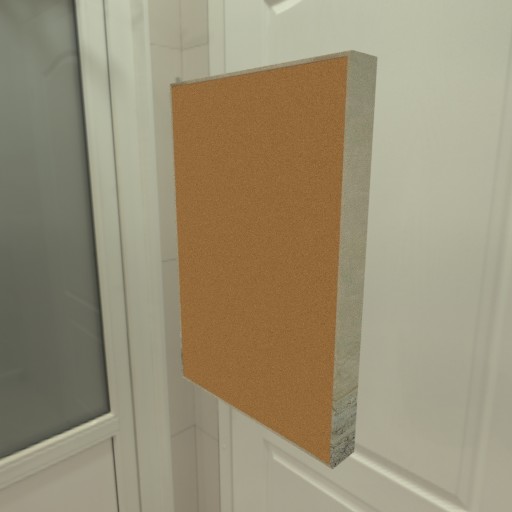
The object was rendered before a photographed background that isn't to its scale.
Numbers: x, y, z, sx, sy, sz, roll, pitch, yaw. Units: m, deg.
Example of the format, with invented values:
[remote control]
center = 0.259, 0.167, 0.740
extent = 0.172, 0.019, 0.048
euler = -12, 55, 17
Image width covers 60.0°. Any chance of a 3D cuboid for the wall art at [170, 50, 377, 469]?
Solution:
[wall art]
center = 0.000, 0.000, 0.492
extent = 0.038, 0.381, 0.254
euler = -13, 18, -43
